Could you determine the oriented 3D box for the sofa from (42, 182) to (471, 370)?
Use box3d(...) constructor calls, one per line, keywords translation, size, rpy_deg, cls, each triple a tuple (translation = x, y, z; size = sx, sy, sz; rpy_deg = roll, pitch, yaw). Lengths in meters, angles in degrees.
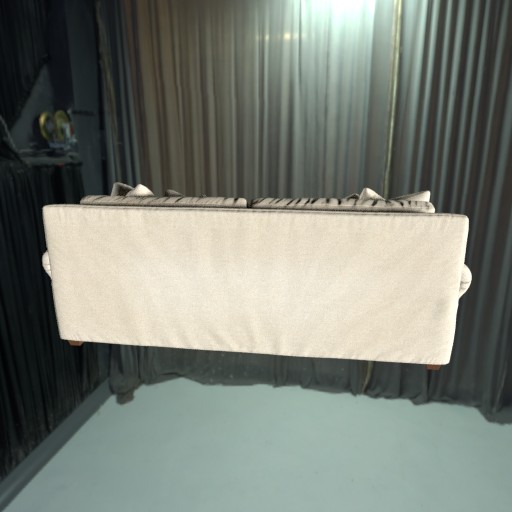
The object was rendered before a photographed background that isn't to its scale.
box3d(translation=(0.000, 0.000, 2.798), size=(2.285, 0.904, 1.067), rpy_deg=(2, 16, 8), cls="sofa")
